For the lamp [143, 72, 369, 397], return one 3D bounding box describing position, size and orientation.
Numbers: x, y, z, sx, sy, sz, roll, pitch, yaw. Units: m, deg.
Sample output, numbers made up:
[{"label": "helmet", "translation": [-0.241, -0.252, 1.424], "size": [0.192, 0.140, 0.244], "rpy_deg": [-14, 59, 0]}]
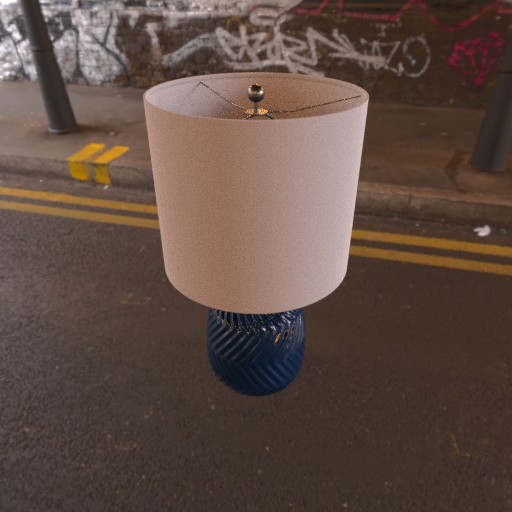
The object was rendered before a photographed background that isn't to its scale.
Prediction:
[{"label": "lamp", "translation": [0.000, 0.000, 0.501], "size": [0.203, 0.368, 0.203], "rpy_deg": [-21, 38, -31]}]
